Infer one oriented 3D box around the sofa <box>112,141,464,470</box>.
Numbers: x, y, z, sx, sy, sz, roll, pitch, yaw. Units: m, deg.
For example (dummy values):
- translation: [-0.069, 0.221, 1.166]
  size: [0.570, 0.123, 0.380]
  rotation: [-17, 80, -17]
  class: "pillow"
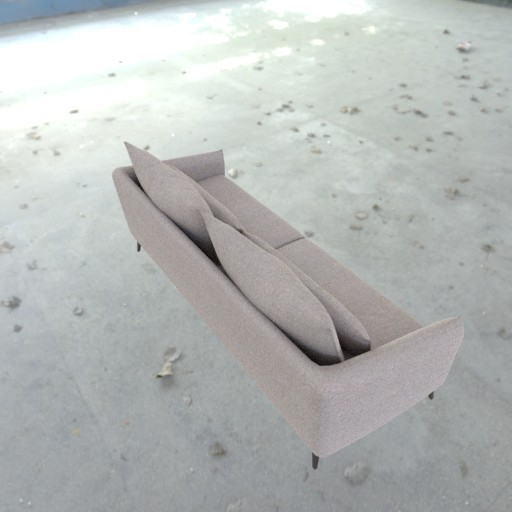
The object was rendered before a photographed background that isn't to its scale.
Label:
- translation: [0.000, 0.000, 2.374]
  size: [0.809, 0.833, 2.022]
  rotation: [-25, 46, -27]
  class: "sofa"
